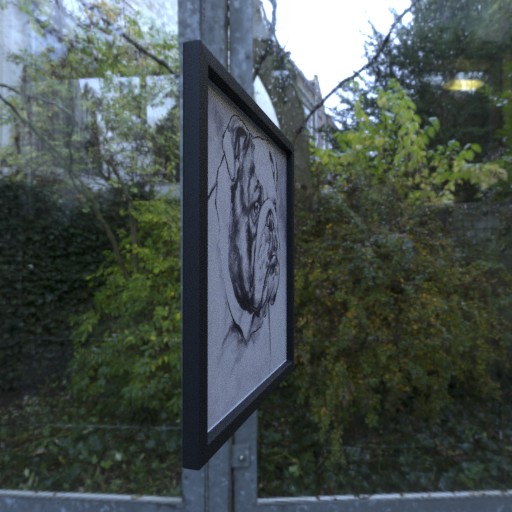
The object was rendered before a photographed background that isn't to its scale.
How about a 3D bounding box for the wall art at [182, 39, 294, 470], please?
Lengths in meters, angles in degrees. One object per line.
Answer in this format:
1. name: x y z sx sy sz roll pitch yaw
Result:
1. wall art: 0.000 0.000 0.684 0.022 0.453 0.456 0 -1 17
